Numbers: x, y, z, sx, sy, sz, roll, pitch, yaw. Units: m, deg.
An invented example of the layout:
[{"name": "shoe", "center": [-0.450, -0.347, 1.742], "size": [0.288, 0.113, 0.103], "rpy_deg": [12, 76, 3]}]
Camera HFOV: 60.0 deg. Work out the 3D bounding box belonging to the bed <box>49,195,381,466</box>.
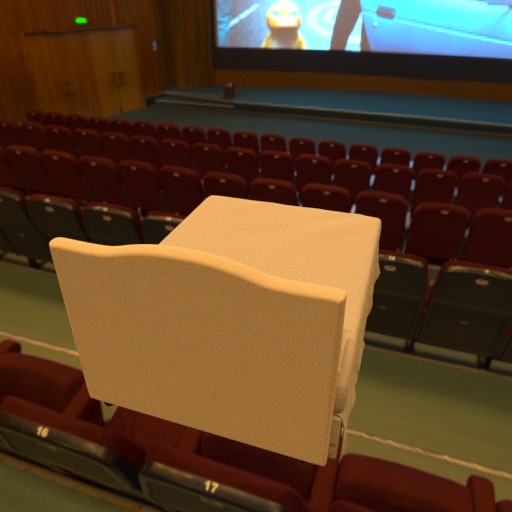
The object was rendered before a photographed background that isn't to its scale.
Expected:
[{"name": "bed", "center": [0.000, 0.000, 3.629], "size": [1.977, 1.437, 2.477], "rpy_deg": [10, 33, 16]}]
